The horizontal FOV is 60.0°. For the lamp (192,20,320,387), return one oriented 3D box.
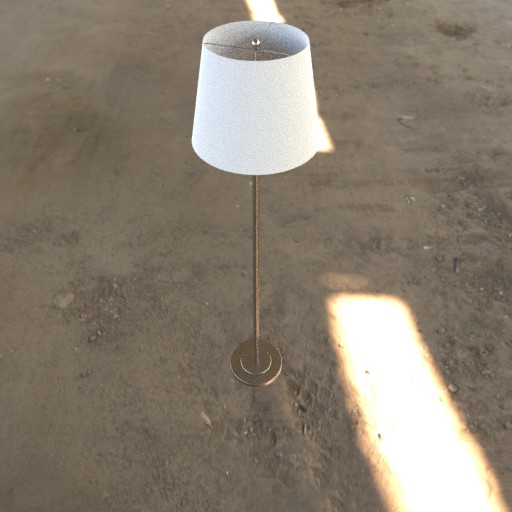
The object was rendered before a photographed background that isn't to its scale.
[{"bbox_3d":[0.000,0.000,1.575,0.355,1.473,0.355,0,46,0],"label":"lamp"}]
